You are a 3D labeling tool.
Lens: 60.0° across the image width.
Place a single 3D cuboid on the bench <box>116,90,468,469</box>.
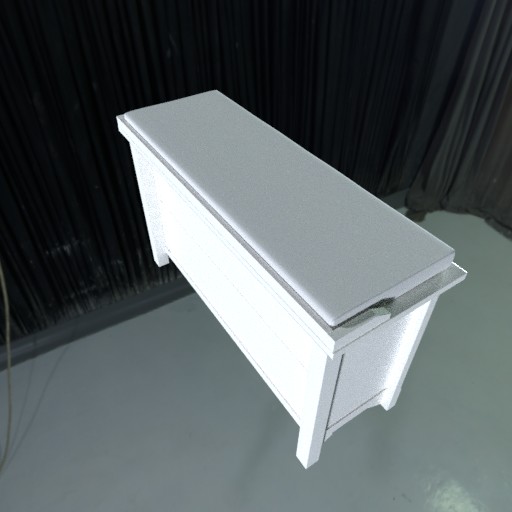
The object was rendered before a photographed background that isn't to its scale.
[{"bbox_3d":[0.000,0.000,1.271,0.346,0.589,0.987,-24,48,-24],"label":"bench"}]
